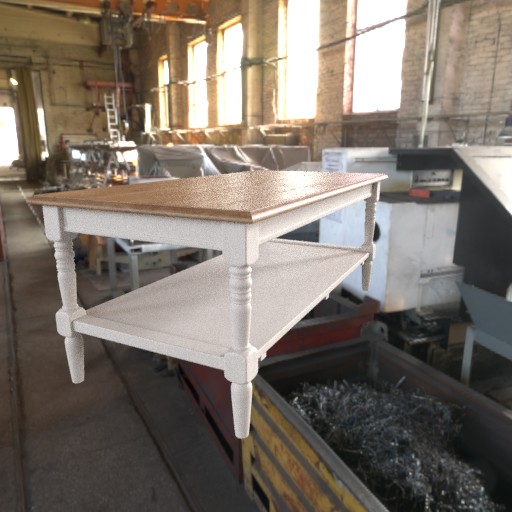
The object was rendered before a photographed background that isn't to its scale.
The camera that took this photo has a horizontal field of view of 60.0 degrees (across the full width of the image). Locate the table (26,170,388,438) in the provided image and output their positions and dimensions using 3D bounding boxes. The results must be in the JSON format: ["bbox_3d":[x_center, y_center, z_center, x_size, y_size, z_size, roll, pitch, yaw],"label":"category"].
[{"bbox_3d":[0.000,0.000,1.380,0.559,0.458,1.118,7,16,26],"label":"table"}]
